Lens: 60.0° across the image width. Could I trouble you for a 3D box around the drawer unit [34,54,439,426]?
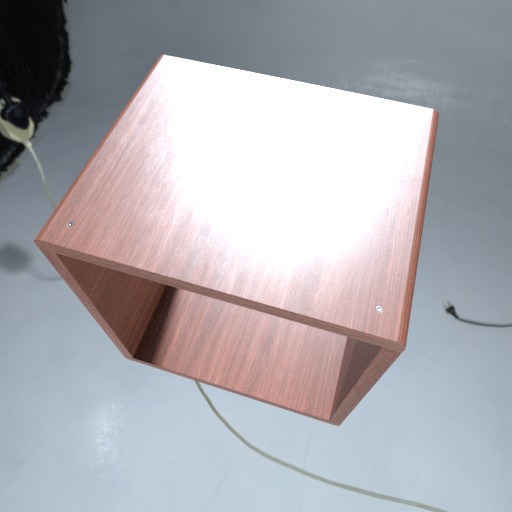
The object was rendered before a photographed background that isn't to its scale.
[{"bbox_3d":[0.000,0.000,0.607,0.349,0.351,0.290,15,60,9],"label":"drawer unit"}]
